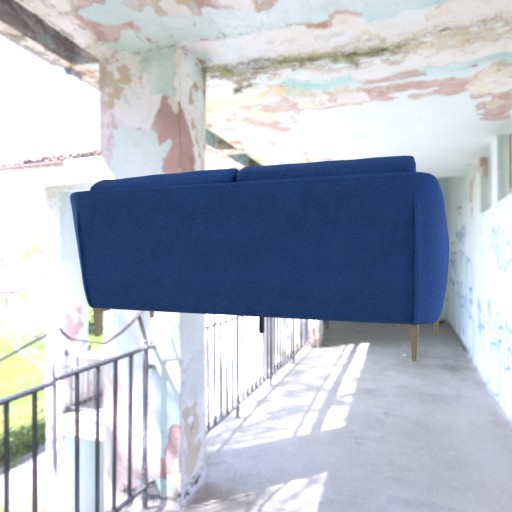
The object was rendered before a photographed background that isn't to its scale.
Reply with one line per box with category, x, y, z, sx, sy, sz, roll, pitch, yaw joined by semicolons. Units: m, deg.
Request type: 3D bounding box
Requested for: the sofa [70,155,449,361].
sofa;0.000;0.000;2.493;2.036;0.903;0.960;0;0;20
